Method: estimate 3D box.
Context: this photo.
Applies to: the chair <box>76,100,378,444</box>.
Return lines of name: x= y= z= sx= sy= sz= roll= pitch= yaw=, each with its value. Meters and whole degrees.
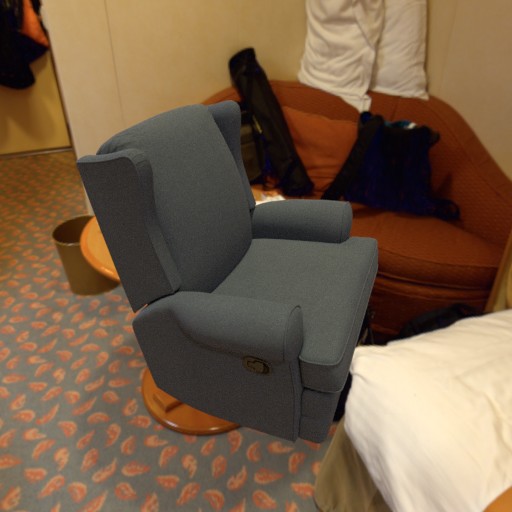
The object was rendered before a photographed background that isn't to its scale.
chair: x=0.000 y=0.000 z=1.717 sx=0.877 sy=1.020 sz=0.971 roll=11 pitch=33 yaw=18
